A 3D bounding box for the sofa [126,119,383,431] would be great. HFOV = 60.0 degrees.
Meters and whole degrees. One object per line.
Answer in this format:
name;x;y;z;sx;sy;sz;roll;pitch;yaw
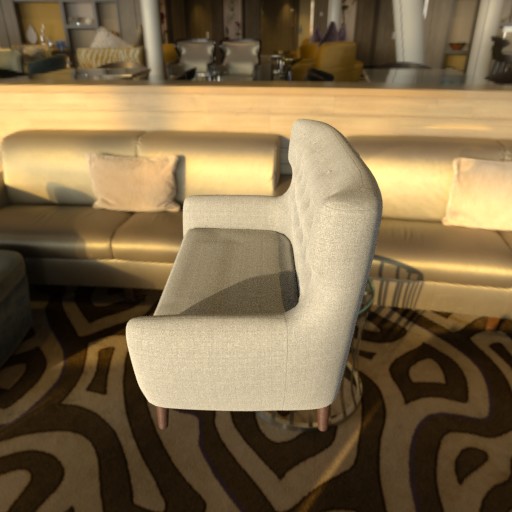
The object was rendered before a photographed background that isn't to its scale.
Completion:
sofa;0.000;0.000;2.073;0.884;1.028;1.386;0;27;1
